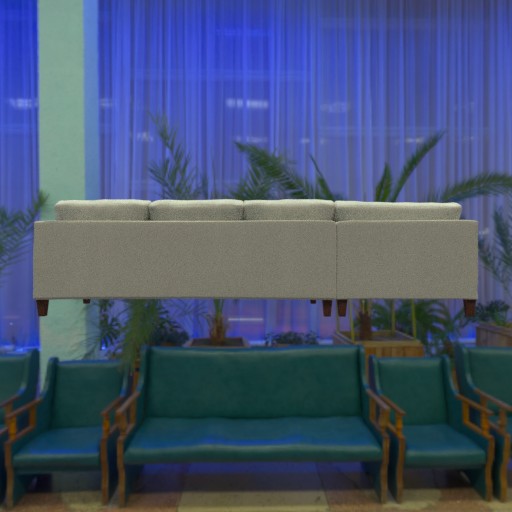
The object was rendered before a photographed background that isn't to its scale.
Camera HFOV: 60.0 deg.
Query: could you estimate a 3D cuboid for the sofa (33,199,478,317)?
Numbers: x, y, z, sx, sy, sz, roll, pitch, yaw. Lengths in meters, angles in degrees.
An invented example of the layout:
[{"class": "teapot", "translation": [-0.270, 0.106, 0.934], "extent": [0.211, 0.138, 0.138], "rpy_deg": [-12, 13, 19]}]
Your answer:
[{"class": "sofa", "translation": [0.000, 0.000, 3.954], "extent": [3.186, 0.861, 1.625], "rpy_deg": [0, 0, 0]}]
